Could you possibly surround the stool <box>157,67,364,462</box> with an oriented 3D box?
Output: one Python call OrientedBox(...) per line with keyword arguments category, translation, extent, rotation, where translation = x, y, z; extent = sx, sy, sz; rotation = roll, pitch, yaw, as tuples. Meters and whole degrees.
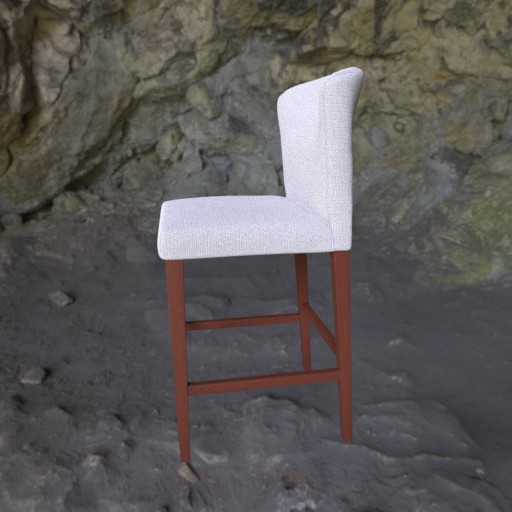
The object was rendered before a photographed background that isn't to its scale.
OrientedBox(category="stool", translation=(0.000, 0.000, 1.359), extent=(0.568, 1.069, 0.481), rotation=(-3, 16, -10))
